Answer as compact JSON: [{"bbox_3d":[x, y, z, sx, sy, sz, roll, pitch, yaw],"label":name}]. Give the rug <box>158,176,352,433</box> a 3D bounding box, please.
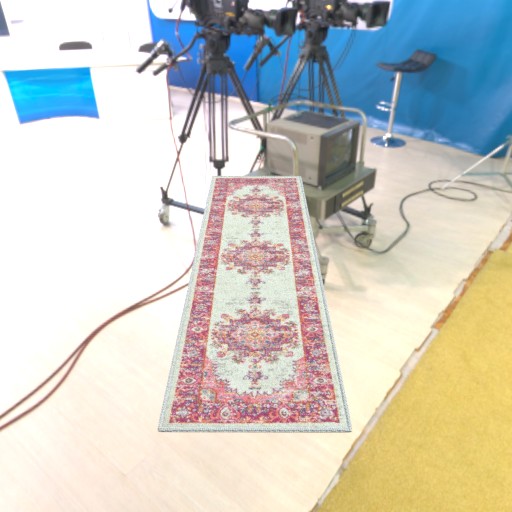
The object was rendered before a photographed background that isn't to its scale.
[{"bbox_3d":[0.000,0.000,2.025,0.562,0.009,1.824,0,33,0],"label":"rug"}]
